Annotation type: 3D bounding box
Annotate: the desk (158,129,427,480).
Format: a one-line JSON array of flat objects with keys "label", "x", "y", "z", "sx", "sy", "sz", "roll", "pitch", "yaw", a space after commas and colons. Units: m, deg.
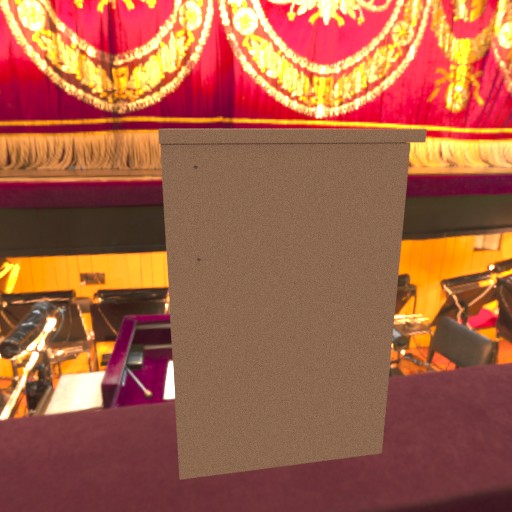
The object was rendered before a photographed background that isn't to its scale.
[{"label": "desk", "x": 0.000, "y": 0.000, "z": 1.323, "sx": 0.498, "sy": 0.729, "sz": 0.900, "roll": -3, "pitch": 16, "yaw": -10}]
